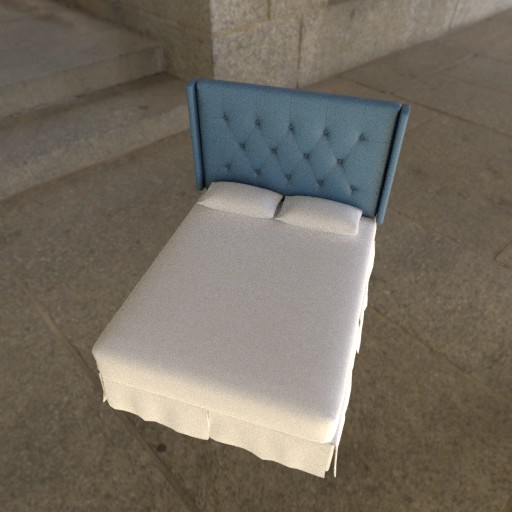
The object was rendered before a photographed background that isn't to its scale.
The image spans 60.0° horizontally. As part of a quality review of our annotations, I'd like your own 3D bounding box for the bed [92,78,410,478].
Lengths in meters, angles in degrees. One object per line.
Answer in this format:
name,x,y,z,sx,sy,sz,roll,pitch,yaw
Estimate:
bed,0.000,0.000,3.191,1.719,1.665,2.078,12,44,13
